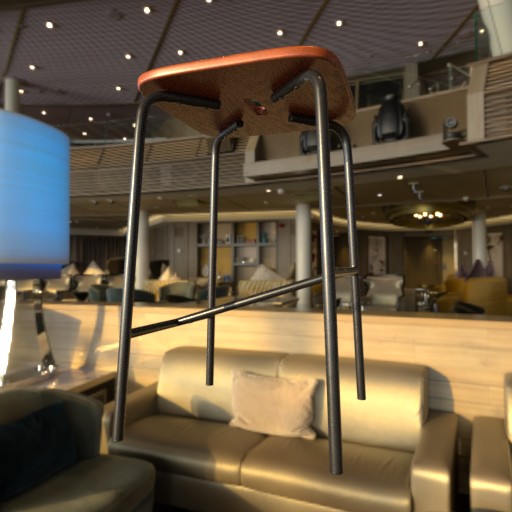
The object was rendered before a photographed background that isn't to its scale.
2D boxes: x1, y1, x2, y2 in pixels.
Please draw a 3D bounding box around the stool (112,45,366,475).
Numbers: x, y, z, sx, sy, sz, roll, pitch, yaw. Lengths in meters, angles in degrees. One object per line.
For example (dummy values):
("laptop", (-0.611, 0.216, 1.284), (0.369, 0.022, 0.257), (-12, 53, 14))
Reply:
("stool", (0.000, 0.000, 0.848), (0.376, 0.610, 0.376), (0, -1, 19))
